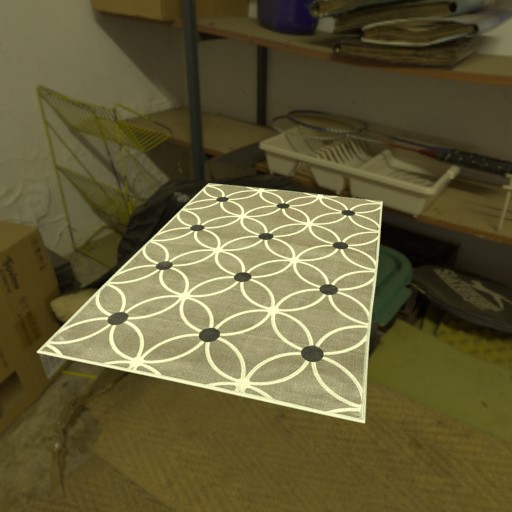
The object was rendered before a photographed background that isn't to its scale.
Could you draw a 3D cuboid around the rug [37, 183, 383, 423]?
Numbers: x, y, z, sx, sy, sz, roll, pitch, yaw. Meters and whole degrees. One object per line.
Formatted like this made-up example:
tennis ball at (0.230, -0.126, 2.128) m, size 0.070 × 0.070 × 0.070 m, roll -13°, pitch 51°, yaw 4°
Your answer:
rug at (0.000, 0.000, 2.856) m, size 1.522 × 0.008 × 2.284 m, roll 8°, pitch 31°, yaw 13°
